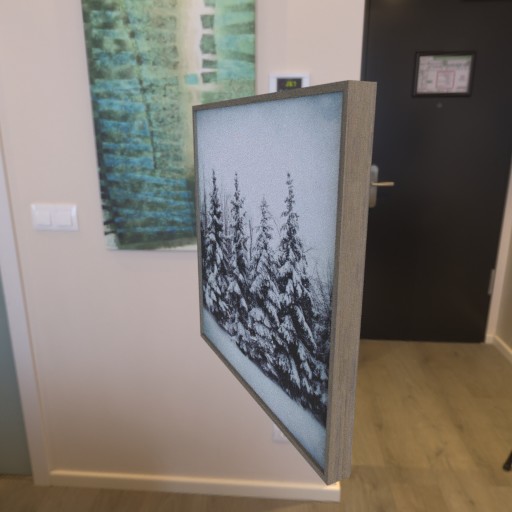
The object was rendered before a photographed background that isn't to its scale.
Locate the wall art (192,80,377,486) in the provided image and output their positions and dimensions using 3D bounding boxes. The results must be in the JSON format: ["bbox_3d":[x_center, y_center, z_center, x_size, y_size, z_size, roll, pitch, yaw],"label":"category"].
[{"bbox_3d":[0.000,0.000,0.751,0.037,0.507,0.507,-8,17,-25],"label":"wall art"}]
